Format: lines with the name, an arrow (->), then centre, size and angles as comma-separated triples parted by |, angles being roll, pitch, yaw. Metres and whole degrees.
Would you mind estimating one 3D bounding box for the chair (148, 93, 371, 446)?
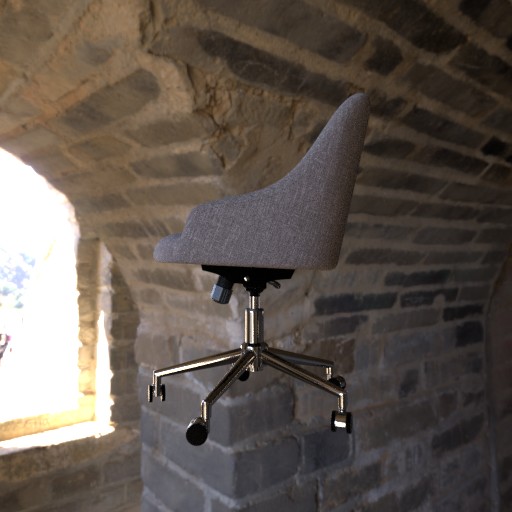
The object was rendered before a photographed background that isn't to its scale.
chair -> 0.000, 0.000, 1.434 | 0.712, 0.950, 0.671 | 0, -1, 0
